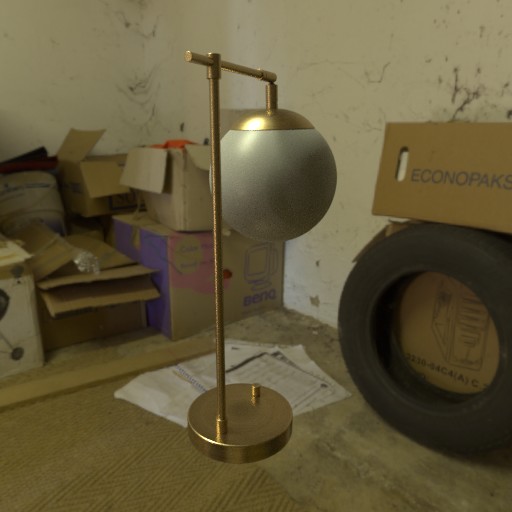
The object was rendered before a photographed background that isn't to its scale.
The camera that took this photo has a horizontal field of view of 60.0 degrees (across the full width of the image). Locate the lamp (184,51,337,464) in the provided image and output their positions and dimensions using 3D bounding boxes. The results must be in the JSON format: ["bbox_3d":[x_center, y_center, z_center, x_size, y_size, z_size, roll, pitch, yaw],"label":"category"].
[{"bbox_3d":[0.000,0.000,0.704,0.207,0.559,0.324,8,17,27],"label":"lamp"}]
